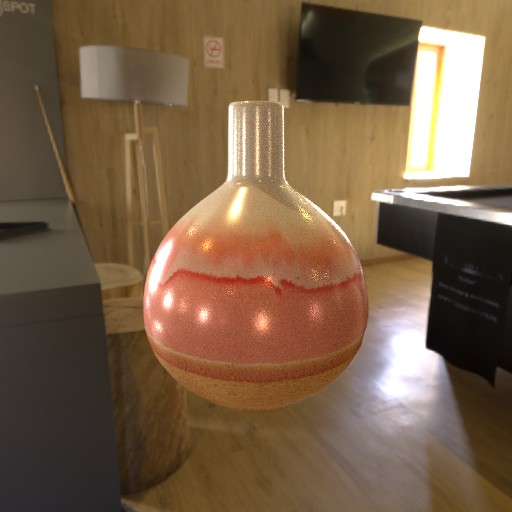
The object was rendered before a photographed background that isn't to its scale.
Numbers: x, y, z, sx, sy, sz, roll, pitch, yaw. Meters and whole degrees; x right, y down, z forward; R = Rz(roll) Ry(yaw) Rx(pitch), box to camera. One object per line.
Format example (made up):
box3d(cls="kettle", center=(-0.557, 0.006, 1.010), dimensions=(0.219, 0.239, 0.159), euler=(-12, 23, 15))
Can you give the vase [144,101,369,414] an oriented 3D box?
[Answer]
box3d(cls="vase", center=(0.000, 0.000, 0.269), dimensions=(0.137, 0.176, 0.137), euler=(0, 15, 0))
